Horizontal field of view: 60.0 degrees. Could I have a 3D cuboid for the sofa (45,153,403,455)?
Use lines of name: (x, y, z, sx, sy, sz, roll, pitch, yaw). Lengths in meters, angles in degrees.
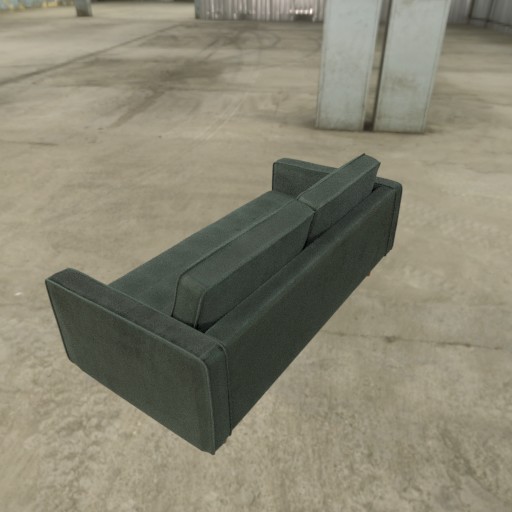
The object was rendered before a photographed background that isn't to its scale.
sofa: (0.000, 0.000, 2.292, 0.886, 0.781, 1.816, 20, 37, 29)
